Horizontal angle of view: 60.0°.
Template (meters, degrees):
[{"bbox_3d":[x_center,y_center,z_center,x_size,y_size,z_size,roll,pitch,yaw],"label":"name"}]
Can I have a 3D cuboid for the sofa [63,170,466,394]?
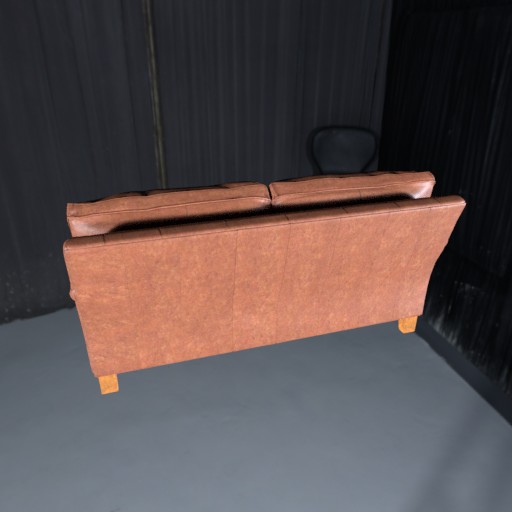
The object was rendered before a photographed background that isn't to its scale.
[{"bbox_3d":[0.000,0.000,2.793,2.144,1.071,1.147,-8,27,-15],"label":"sofa"}]
